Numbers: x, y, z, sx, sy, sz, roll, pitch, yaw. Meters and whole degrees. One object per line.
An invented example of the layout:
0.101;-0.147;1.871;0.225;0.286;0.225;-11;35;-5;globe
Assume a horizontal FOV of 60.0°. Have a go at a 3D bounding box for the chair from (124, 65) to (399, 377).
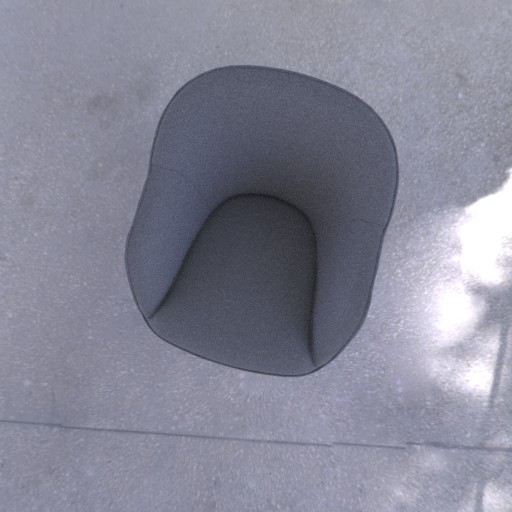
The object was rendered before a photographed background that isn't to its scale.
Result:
0.000;0.000;1.223;0.589;0.810;0.611;15;77;3;chair
